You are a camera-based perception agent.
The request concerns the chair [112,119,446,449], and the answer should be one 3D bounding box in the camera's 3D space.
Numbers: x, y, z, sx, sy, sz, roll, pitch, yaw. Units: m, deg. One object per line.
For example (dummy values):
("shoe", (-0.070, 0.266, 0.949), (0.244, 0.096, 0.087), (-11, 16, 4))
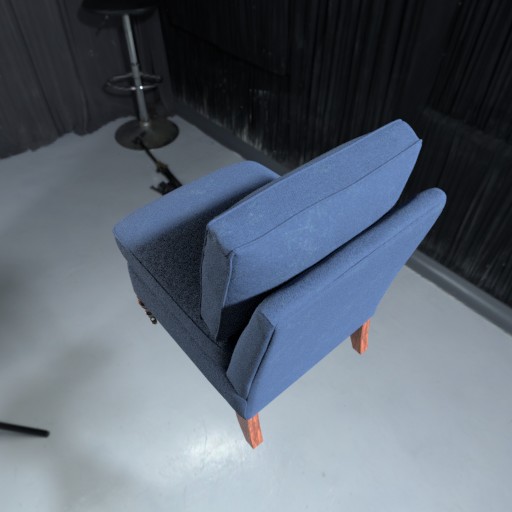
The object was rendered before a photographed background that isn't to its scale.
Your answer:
("chair", (0.000, 0.000, 1.616), (0.724, 1.052, 0.912), (-32, 54, -27))
